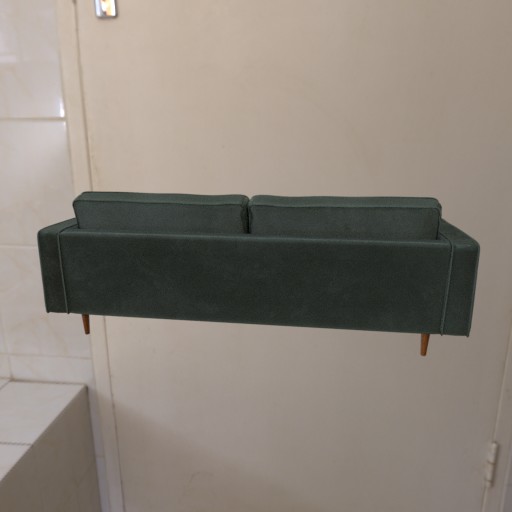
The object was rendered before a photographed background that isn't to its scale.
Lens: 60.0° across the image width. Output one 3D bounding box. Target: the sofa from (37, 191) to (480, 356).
[{"bbox_3d":[0.000,0.000,2.600,2.214,0.781,0.886,2,15,8],"label":"sofa"}]
